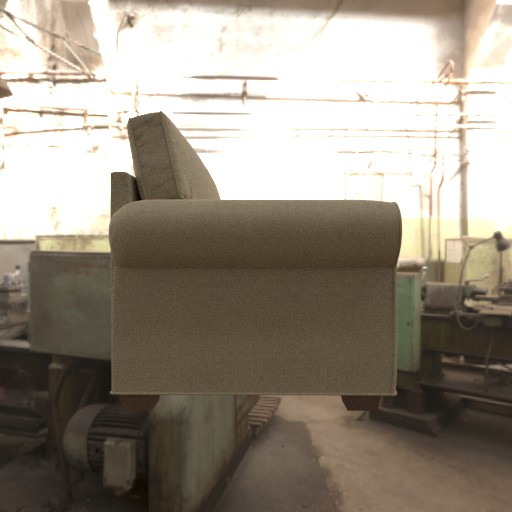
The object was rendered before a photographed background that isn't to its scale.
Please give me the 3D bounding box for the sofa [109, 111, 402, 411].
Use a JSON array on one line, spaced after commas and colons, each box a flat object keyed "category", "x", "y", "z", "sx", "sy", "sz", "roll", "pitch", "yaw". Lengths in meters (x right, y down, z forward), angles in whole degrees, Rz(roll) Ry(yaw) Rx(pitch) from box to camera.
[{"category": "sofa", "x": 0.000, "y": 0.000, "z": 2.039, "sx": 0.936, "sy": 0.991, "sz": 1.405, "roll": 0, "pitch": 1, "yaw": 0}]
